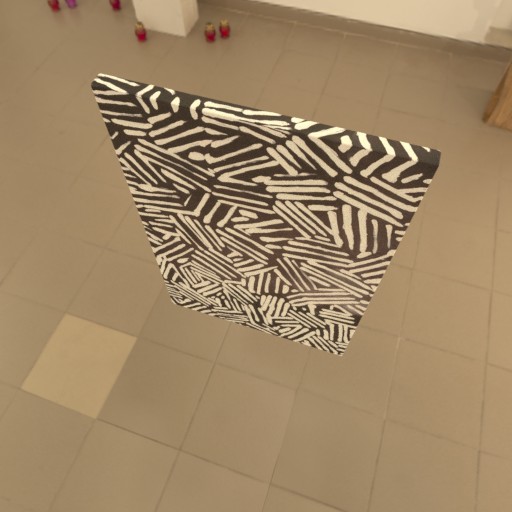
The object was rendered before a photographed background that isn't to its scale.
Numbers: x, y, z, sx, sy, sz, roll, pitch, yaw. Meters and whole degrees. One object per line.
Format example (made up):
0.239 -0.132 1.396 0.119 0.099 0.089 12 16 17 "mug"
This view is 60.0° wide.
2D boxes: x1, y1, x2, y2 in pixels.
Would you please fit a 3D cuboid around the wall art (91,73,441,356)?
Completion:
0.000 0.000 1.142 0.615 0.918 0.035 16 60 9 "wall art"
